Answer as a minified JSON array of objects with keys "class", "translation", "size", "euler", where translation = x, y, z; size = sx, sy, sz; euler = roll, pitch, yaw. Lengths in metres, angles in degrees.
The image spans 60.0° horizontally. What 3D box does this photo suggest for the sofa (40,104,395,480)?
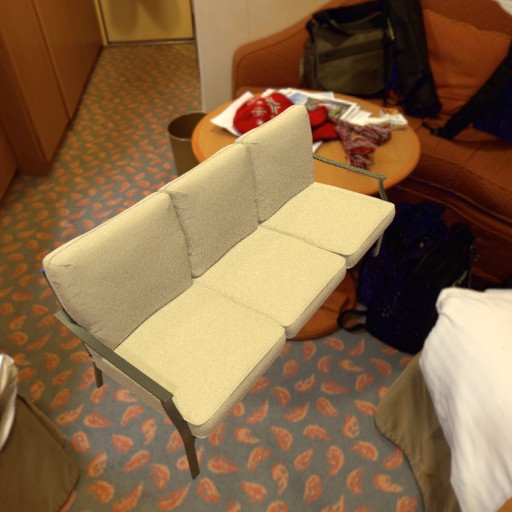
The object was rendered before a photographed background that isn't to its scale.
[{"class":"sofa","translation":[0.000,0.000,2.192],"size":[0.787,0.860,1.740],"euler":[27,49,26]}]
